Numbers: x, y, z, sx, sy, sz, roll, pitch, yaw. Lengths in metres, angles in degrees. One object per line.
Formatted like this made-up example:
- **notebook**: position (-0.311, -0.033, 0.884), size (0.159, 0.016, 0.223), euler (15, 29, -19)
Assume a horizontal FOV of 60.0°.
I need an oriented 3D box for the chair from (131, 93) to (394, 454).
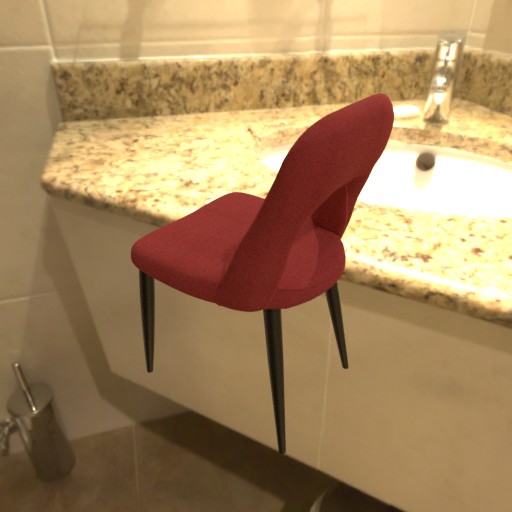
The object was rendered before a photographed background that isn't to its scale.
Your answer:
- **chair**: position (0.000, 0.000, 1.214), size (0.569, 0.892, 0.483), euler (21, 38, 30)
